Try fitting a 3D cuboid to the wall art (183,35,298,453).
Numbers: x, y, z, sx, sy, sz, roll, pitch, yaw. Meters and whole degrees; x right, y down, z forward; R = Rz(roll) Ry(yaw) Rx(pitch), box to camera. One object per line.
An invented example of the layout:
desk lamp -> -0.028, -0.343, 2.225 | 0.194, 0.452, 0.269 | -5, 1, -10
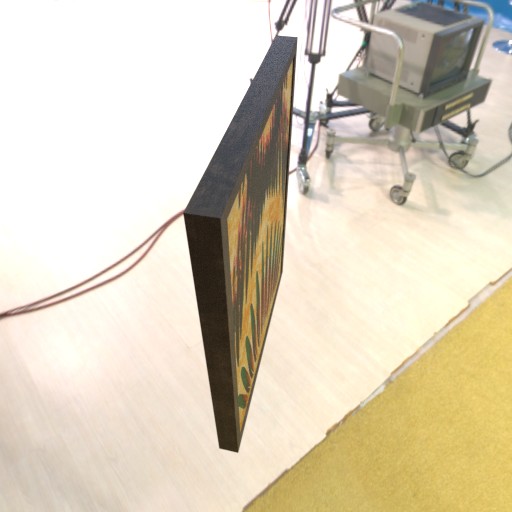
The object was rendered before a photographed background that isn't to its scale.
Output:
wall art -> 0.000, 0.000, 0.551 | 0.027, 0.406, 0.329 | 9, 46, 9
